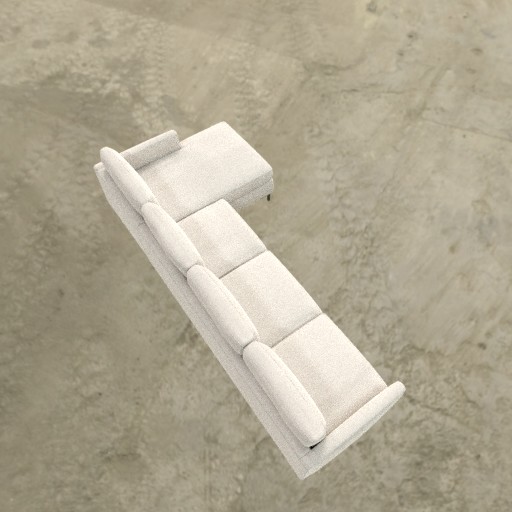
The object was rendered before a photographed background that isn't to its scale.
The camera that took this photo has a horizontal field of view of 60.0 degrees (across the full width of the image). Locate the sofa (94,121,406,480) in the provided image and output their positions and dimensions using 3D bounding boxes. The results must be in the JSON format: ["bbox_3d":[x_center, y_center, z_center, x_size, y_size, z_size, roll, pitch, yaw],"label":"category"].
[{"bbox_3d":[0.000,0.000,2.906,1.126,0.677,2.445,-31,62,-18],"label":"sofa"}]
